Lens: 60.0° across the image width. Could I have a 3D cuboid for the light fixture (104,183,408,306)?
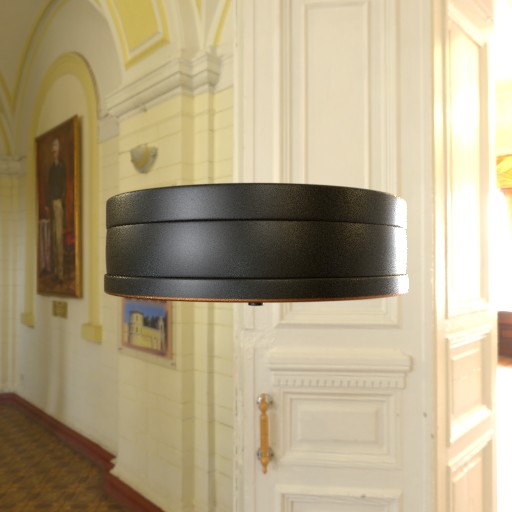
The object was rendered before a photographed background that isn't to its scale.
[{"bbox_3d":[0.000,0.000,0.437,0.283,0.097,0.283,0,-1,0],"label":"light fixture"}]
